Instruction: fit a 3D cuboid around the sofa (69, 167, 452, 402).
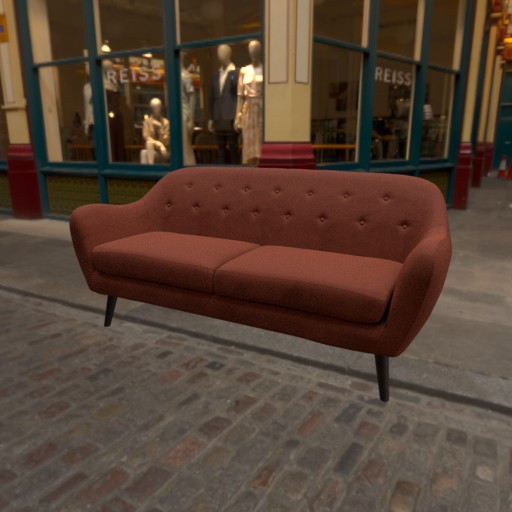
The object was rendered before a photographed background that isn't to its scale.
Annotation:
[{"bbox_3d":[0.000,0.000,2.282,1.840,0.836,0.820,8,17,27],"label":"sofa"}]
